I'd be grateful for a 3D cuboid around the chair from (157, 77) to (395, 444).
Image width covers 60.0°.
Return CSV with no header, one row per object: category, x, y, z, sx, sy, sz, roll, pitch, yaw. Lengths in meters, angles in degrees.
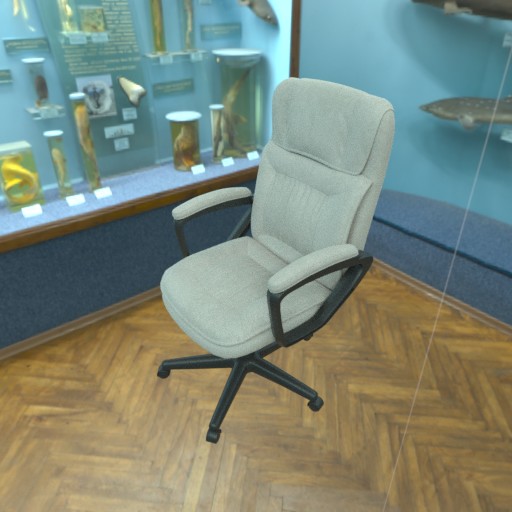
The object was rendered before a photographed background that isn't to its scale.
chair,0.000,0.000,1.580,0.724,1.105,0.667,-22,38,-31
